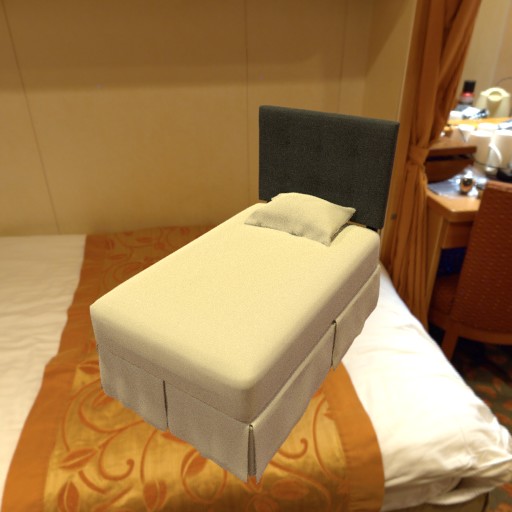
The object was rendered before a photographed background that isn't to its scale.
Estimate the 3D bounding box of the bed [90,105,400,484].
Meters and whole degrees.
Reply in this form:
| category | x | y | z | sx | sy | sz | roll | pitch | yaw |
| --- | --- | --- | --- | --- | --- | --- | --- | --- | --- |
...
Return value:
| category | x | y | z | sx | sy | sz | roll | pitch | yaw |
| --- | --- | --- | --- | --- | --- | --- | --- | --- | --- |
| bed | 0.000 | 0.000 | 3.020 | 1.261 | 1.571 | 1.997 | 18 | 34 | 28 |
